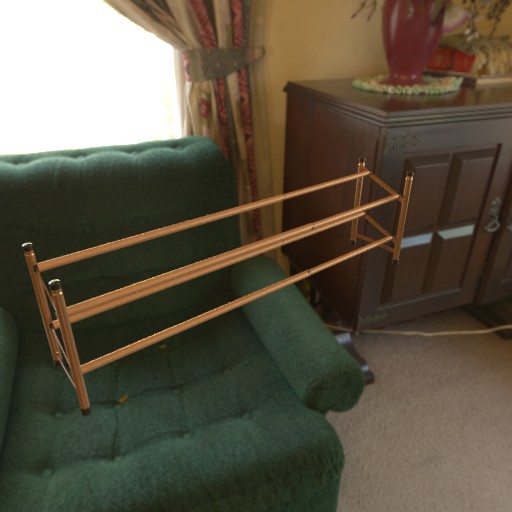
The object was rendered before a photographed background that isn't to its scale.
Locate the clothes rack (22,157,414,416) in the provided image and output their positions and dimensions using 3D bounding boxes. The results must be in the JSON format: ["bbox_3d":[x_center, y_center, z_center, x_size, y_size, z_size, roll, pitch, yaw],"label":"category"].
[{"bbox_3d":[0.000,0.000,1.317,1.168,0.349,0.229,-20,34,-33],"label":"clothes rack"}]
